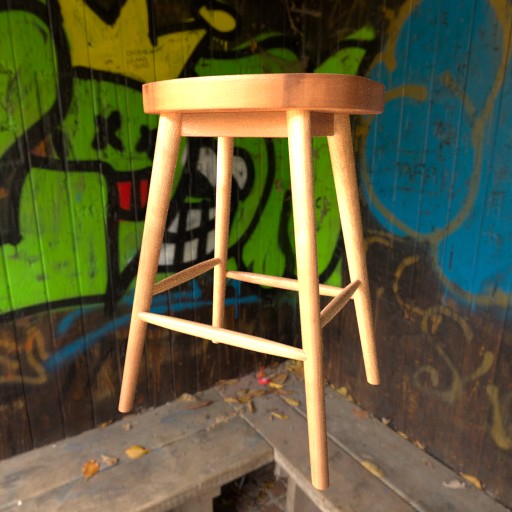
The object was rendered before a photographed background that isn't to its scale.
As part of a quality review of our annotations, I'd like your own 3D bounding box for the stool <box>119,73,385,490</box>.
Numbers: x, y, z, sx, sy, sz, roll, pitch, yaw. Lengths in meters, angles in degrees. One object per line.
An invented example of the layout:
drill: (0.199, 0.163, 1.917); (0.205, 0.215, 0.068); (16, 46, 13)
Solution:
stool: (0.000, 0.000, 0.851); (0.440, 0.615, 0.361); (8, 18, 27)
